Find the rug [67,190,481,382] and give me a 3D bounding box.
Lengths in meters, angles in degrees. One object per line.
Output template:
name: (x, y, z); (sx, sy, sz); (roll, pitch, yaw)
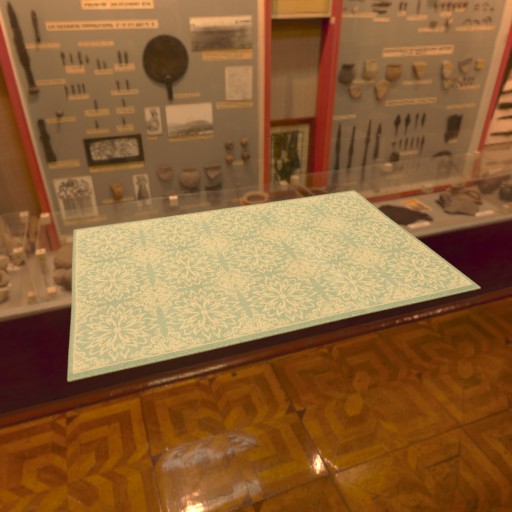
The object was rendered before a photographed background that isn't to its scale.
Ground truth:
rug: (0.000, 0.000, 3.492); (2.746, 0.018, 1.819); (-10, 33, -15)
